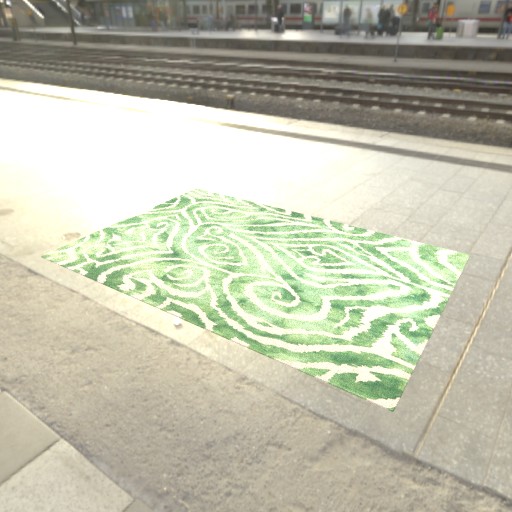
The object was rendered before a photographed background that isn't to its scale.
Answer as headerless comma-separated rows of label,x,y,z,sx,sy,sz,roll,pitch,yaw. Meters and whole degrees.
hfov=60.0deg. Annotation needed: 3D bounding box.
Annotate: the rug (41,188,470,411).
rug,0.000,0.000,2.266,1.826,0.006,1.220,18,33,29
